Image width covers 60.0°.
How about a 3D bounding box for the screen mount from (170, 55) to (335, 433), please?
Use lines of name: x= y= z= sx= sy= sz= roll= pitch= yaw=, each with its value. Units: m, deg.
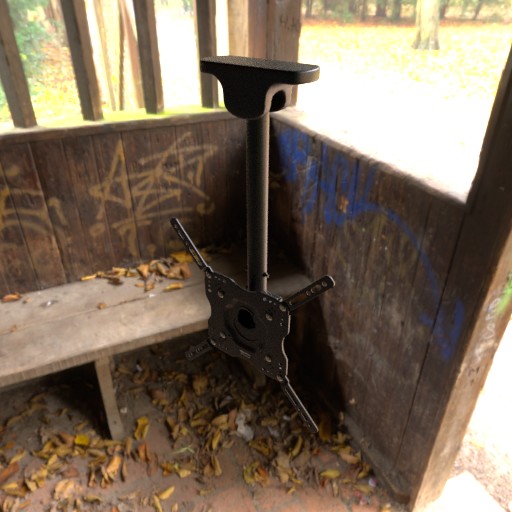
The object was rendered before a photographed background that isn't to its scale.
screen mount: x=0.000 y=0.000 z=0.902 sx=0.393 sy=0.729 sz=0.090 roll=21 pitch=38 yaw=30
